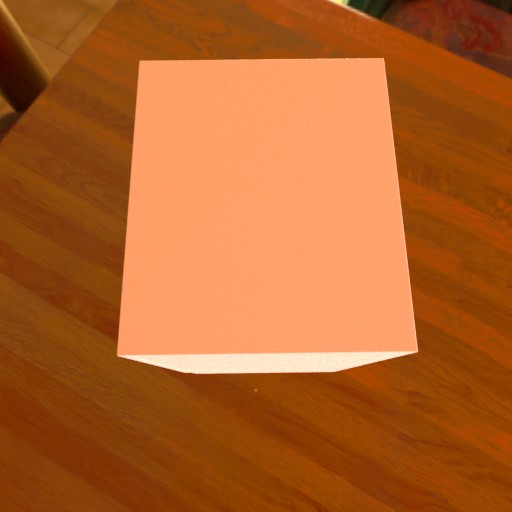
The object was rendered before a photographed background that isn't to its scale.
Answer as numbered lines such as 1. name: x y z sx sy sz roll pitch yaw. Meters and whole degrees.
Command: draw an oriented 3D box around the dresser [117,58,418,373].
1. dresser: 0.000 0.000 0.824 0.360 0.560 0.400 -1 73 0
